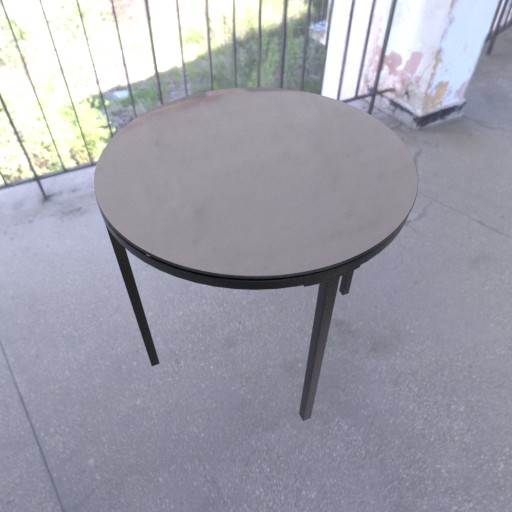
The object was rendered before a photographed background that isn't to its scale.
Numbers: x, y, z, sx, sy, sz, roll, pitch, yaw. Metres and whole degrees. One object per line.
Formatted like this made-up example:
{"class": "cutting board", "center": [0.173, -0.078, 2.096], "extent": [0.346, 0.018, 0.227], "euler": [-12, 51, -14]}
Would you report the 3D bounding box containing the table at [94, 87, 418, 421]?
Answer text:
{"class": "table", "center": [0.000, 0.000, 0.860], "extent": [0.499, 0.443, 0.499], "euler": [0, 46, 0]}
